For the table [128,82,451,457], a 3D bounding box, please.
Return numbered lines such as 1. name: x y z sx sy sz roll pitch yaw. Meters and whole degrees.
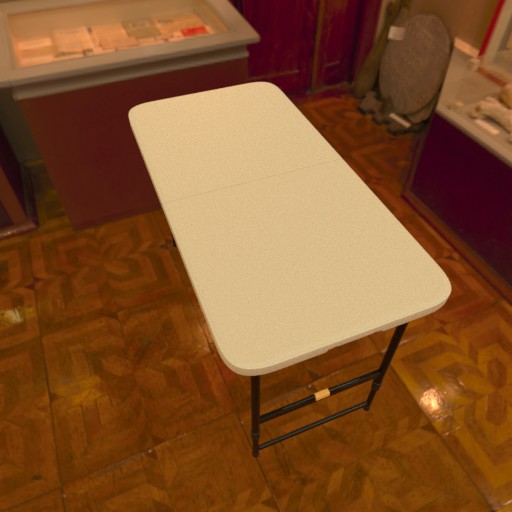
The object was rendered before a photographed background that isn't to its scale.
1. table: 0.000 0.000 1.671 0.611 0.737 1.245 -16 50 -14
